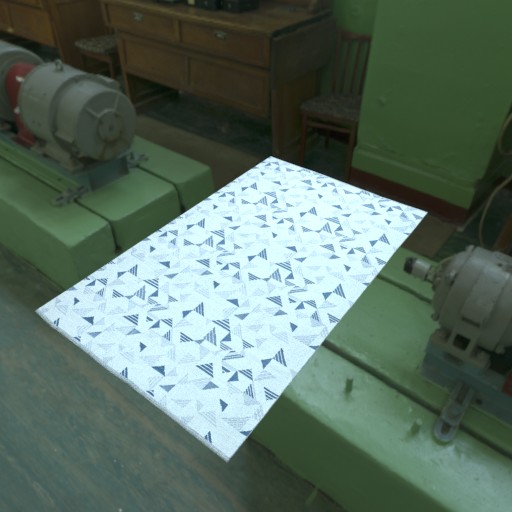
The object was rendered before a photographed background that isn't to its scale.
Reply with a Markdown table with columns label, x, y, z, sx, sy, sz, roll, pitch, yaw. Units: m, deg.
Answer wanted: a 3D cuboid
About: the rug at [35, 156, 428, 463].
| label | x | y | z | sx | sy | sz | roll | pitch | yaw |
| --- | --- | --- | --- | --- | --- | --- | --- | --- | --- |
| rug | 0.000 | 0.000 | 3.068 | 1.512 | 0.009 | 2.457 | 26 | 47 | 27 |
